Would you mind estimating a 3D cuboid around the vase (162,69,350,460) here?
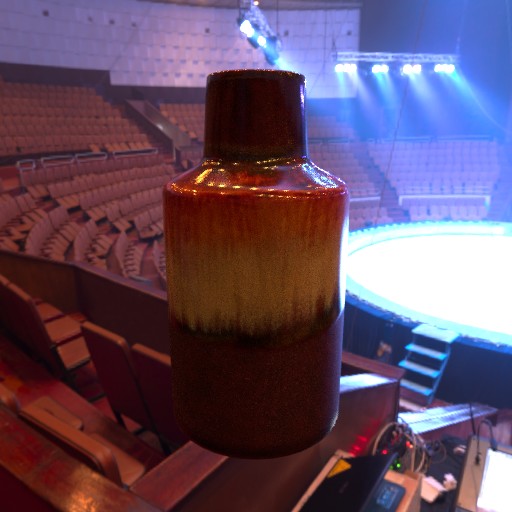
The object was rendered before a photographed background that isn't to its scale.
[{"bbox_3d":[0.000,0.000,0.268,0.108,0.204,0.108,0,15,0],"label":"vase"}]
